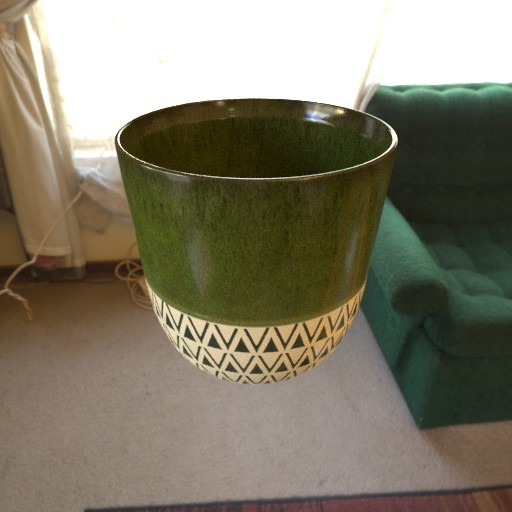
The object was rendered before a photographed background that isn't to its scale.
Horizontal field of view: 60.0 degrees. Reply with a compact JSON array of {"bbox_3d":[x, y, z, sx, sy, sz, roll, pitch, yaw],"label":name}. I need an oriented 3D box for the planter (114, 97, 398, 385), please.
[{"bbox_3d":[0.000,0.000,0.468,0.245,0.270,0.245,0,32,0],"label":"planter"}]
